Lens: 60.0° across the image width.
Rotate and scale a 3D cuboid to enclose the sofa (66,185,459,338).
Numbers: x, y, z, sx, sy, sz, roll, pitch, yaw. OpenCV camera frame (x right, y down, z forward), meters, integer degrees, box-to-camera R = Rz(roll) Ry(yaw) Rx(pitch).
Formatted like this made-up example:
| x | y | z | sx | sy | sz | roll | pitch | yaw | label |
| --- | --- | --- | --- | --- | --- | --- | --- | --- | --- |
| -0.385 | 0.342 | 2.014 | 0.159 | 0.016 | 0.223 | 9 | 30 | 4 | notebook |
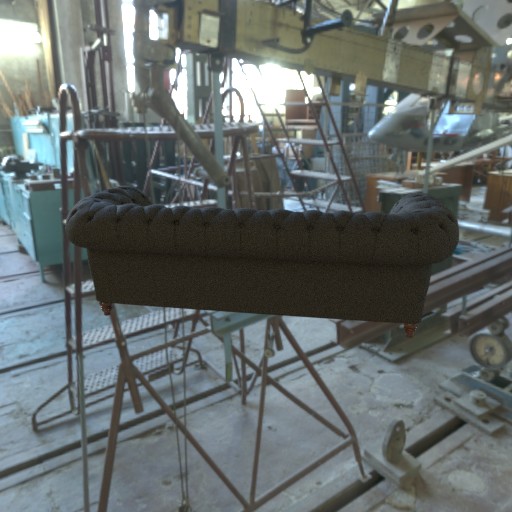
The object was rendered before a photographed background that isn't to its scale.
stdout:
| x | y | z | sx | sy | sz | roll | pitch | yaw | label |
| --- | --- | --- | --- | --- | --- | --- | --- | --- | --- |
| 0.000 | 0.000 | 2.813 | 2.362 | 0.762 | 0.991 | 3 | 17 | 9 | sofa |
